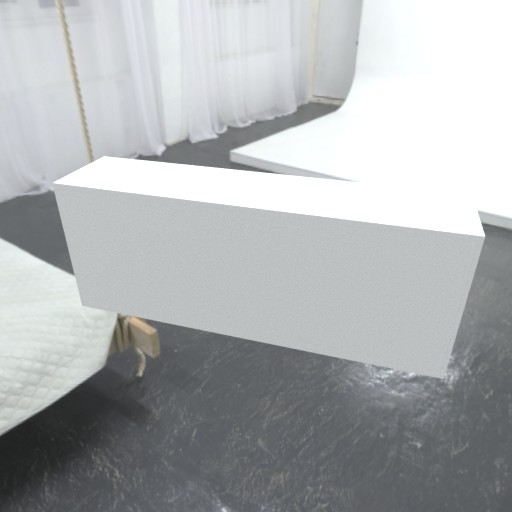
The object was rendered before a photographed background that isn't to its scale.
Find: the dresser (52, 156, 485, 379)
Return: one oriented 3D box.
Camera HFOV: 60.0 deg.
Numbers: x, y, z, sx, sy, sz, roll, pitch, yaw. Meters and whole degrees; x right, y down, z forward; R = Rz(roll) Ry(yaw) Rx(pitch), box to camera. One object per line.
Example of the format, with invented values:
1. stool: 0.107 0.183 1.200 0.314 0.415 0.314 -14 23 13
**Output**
1. dresser: 0.000 0.000 2.589 2.200 0.840 0.500 9 31 15
